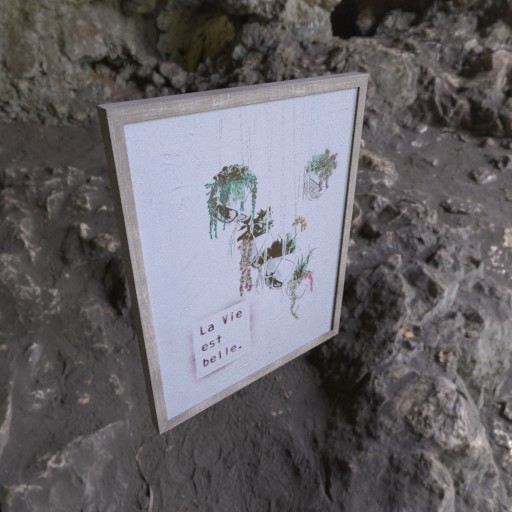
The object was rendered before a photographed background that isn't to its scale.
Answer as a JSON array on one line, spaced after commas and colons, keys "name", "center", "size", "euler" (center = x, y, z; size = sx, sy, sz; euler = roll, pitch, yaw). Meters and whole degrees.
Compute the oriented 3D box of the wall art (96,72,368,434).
[{"name": "wall art", "center": [0.000, 0.000, 0.722], "size": [0.421, 0.521, 0.032], "euler": [-21, 36, -32]}]
